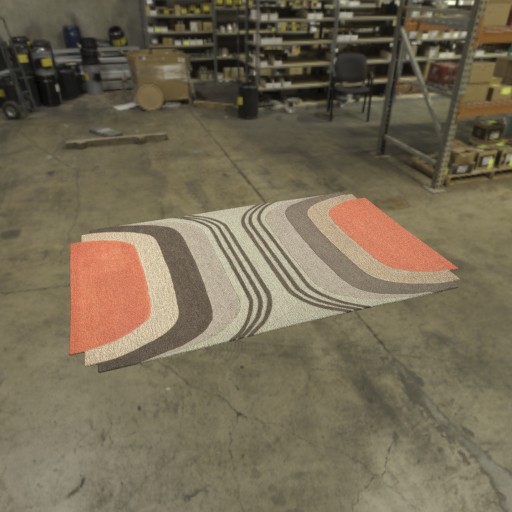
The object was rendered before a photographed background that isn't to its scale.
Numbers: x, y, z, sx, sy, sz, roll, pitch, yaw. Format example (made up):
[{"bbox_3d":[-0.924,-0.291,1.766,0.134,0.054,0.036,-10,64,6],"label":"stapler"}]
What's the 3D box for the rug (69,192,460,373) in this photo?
[{"bbox_3d":[0.000,0.000,3.085,2.446,0.017,1.530,-10,34,-16],"label":"rug"}]
